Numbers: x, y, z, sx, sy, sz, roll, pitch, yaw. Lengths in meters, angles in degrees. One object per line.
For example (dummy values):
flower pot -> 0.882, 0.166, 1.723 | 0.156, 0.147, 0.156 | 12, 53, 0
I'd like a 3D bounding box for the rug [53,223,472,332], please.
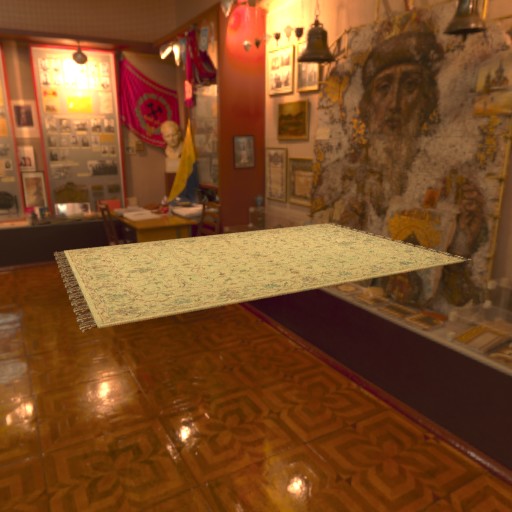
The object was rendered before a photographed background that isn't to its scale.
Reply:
rug -> 0.000, 0.000, 3.027 | 2.435, 0.010, 1.544 | -8, 16, -27
